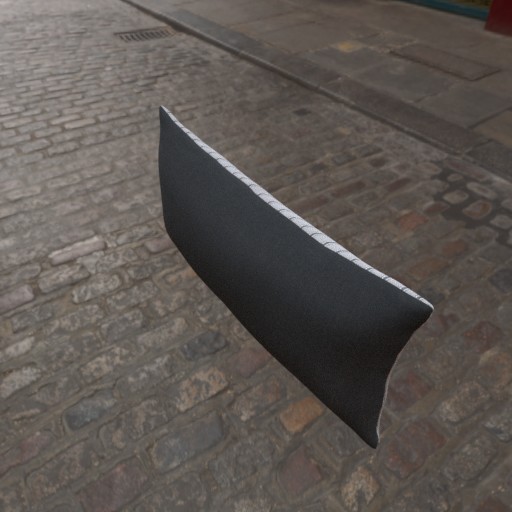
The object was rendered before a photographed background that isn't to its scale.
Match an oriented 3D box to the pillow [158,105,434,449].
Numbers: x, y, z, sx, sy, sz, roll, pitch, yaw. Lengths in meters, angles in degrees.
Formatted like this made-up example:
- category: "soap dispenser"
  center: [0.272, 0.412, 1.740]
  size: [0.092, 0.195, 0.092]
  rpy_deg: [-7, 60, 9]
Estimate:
- category: "pillow"
  center: [0.000, 0.000, 0.726]
  size: [0.151, 0.305, 0.609]
  rpy_deg: [-25, 47, -26]
